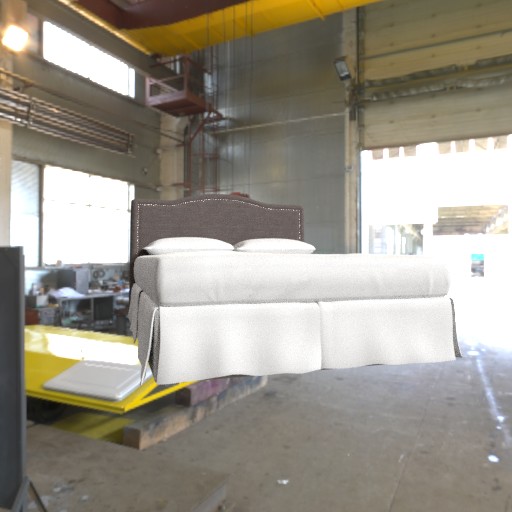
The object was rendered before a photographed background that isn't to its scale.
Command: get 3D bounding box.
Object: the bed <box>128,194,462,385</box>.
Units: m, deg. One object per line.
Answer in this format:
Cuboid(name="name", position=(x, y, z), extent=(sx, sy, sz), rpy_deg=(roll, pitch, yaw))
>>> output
Cuboid(name="bed", position=(0.000, 0.000, 3.958), extent=(2.161, 1.457, 2.689), rpy_deg=(0, 0, -18))
